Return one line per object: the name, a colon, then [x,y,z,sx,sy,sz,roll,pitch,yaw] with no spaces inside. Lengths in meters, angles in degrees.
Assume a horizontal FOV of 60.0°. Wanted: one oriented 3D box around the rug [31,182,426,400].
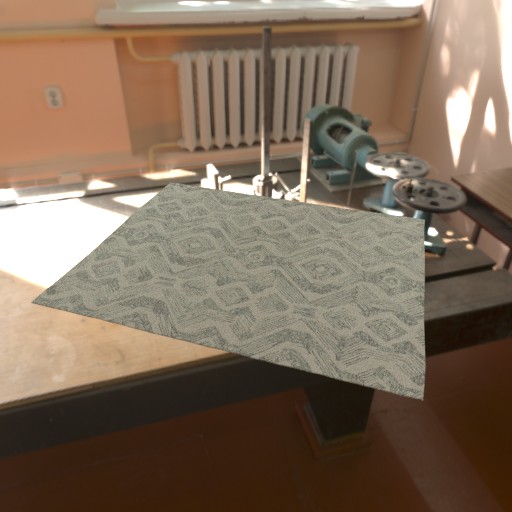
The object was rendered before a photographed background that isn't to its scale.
rug: [0.000,0.000,4.153,3.054,0.030,2.430,11,35,15]
